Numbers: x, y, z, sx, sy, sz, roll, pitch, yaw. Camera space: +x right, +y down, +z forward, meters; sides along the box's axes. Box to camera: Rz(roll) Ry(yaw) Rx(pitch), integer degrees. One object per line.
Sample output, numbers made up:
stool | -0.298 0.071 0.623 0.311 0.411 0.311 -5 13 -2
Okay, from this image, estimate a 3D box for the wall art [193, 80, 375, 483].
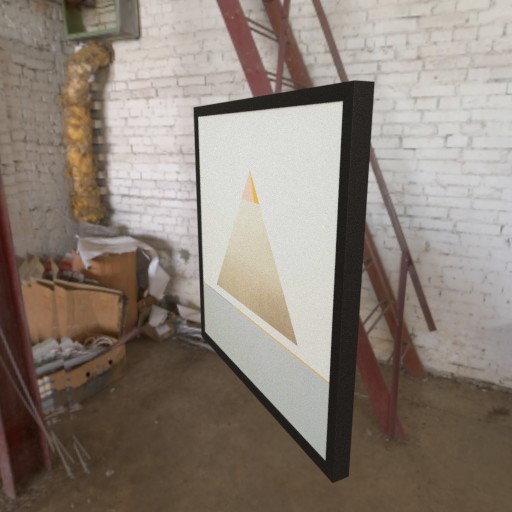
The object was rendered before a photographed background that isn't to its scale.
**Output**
wall art | 0.000 0.000 0.760 0.028 0.511 0.513 -8 17 -26
